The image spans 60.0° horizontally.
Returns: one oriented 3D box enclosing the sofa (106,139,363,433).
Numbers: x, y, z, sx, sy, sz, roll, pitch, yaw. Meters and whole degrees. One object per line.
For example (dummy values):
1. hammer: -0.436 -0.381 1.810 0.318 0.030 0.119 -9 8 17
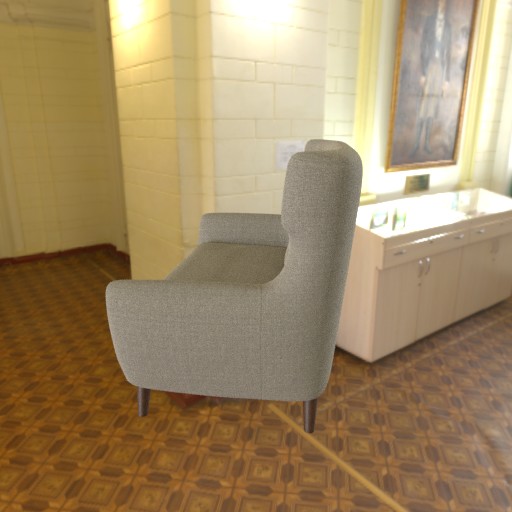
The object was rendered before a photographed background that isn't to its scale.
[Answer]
1. sofa: 0.000 0.000 2.077 0.884 1.028 1.386 2 17 8
